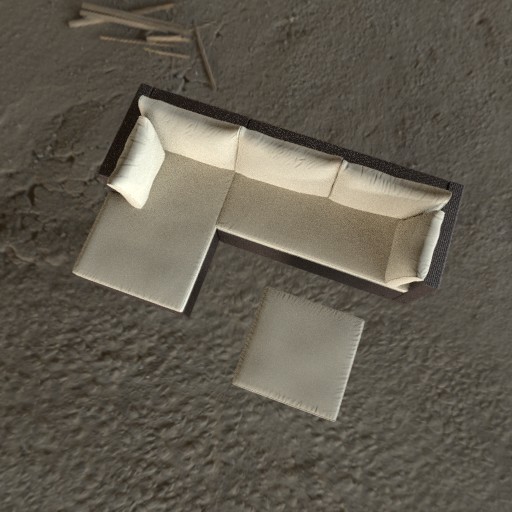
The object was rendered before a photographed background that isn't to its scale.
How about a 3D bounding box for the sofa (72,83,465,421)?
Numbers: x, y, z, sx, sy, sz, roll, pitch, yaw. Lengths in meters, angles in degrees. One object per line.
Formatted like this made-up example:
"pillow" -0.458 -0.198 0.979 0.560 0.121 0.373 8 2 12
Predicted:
"sofa" 0.000 0.000 2.889 2.192 0.766 1.612 19 76 5
